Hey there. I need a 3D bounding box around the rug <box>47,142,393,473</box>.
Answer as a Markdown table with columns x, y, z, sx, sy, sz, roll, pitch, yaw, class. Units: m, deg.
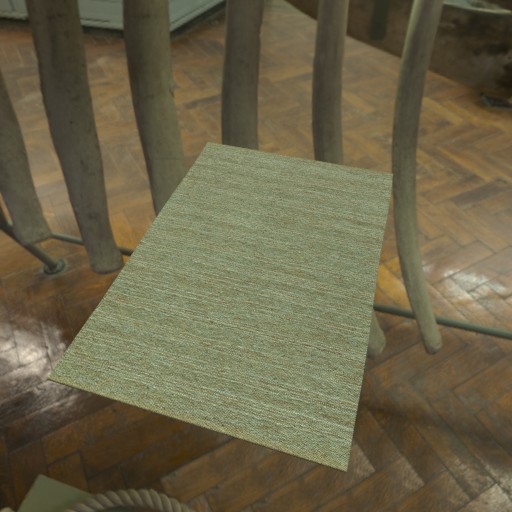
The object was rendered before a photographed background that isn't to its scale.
| x | y | z | sx | sy | sz | roll | pitch | yaw | class |
| --- | --- | --- | --- | --- | --- | --- | --- | --- | --- |
| 0.000 | 0.000 | 2.288 | 1.240 | 0.010 | 1.824 | 13 | 48 | 11 | rug |
